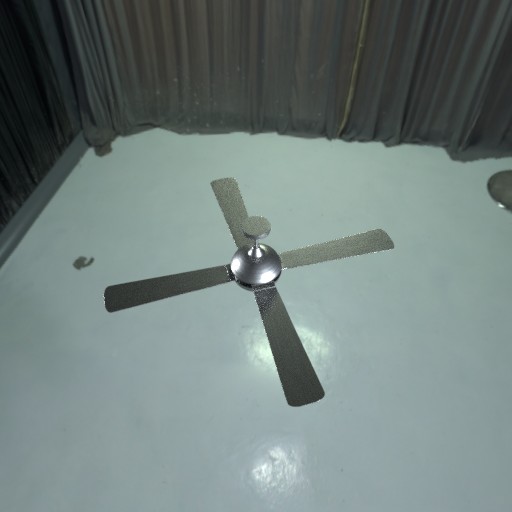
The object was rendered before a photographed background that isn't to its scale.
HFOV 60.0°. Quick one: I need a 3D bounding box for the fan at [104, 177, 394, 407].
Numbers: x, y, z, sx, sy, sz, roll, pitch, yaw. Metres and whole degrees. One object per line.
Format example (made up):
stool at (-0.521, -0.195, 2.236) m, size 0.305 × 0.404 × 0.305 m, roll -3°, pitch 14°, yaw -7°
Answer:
fan at (0.000, 0.000, 2.012) m, size 1.321 × 0.381 × 1.321 m, roll 3°, pitch 48°, yaw 3°
